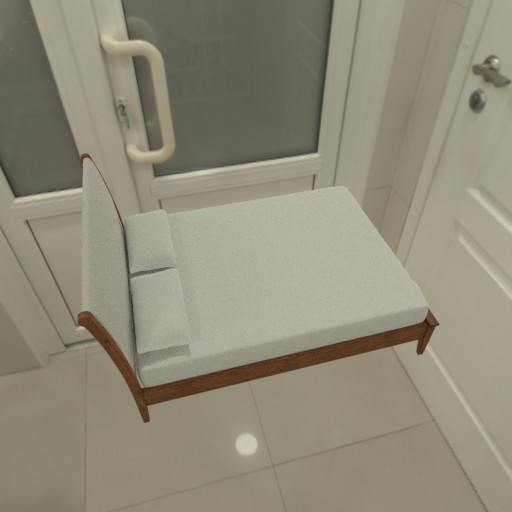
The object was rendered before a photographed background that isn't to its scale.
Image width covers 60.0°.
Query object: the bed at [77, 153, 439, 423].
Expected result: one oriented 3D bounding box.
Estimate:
[{"bbox_3d":[0.000,0.000,3.117,2.108,1.135,1.502,-11,46,-11],"label":"bed"}]
